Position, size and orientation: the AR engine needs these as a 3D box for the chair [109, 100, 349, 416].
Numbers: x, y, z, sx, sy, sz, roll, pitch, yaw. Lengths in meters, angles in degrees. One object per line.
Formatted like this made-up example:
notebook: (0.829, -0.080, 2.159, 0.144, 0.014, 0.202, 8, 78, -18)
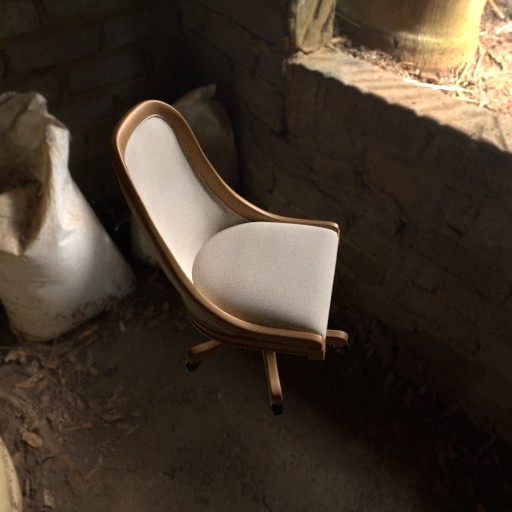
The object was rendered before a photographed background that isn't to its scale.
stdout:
chair: (0.000, 0.000, 1.595, 0.811, 1.009, 0.702, 9, 47, 9)
